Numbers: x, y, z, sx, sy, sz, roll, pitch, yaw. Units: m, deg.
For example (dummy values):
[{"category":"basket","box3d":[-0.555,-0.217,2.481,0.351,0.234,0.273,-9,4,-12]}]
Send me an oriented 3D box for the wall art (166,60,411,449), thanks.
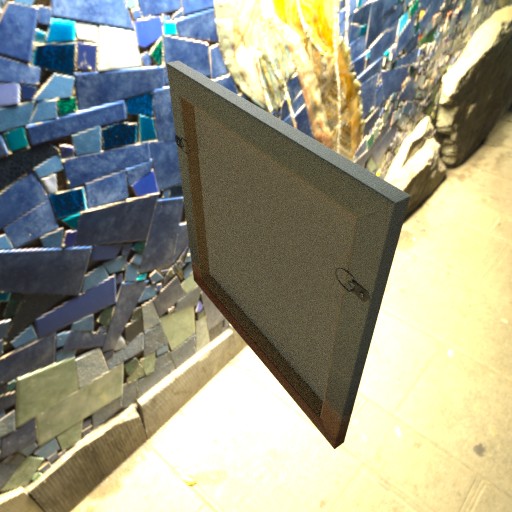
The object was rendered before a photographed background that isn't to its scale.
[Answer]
[{"category":"wall art","box3d":[0.000,0.000,0.904,0.034,0.605,0.605,-24,46,-25]}]
